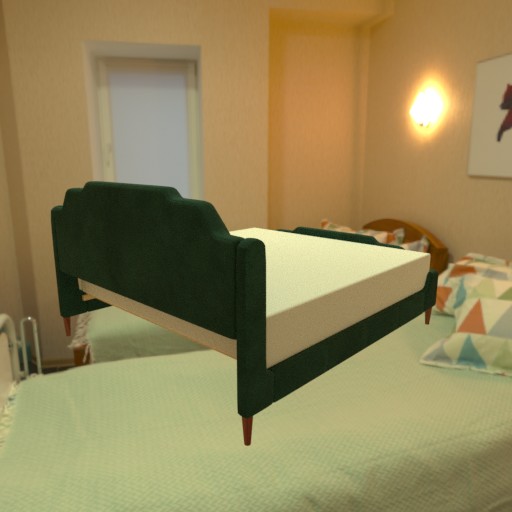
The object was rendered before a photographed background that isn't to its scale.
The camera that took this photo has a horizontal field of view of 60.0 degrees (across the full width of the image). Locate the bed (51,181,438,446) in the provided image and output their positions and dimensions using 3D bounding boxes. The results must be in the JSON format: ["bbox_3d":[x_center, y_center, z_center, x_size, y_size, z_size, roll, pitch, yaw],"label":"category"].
[{"bbox_3d":[0.000,0.000,3.550,2.074,1.245,2.340,12,17,42],"label":"bed"}]
